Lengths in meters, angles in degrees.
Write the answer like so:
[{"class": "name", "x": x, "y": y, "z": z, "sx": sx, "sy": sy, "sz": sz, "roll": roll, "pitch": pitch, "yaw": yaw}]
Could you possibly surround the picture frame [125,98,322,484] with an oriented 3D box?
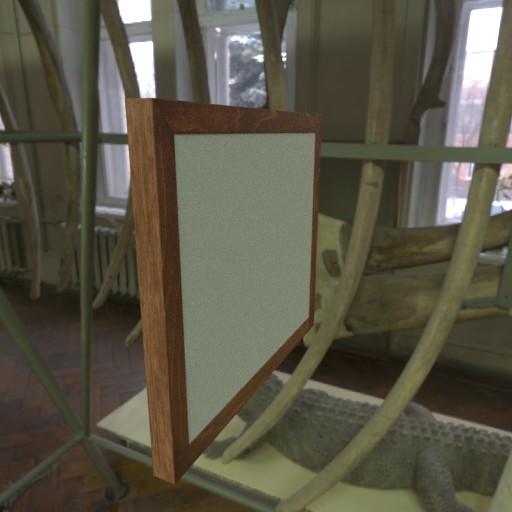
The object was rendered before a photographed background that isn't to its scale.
[{"class": "picture frame", "x": 0.000, "y": 0.000, "z": 0.525, "sx": 0.025, "sy": 0.330, "sz": 0.381, "roll": 8, "pitch": 17, "yaw": 25}]
